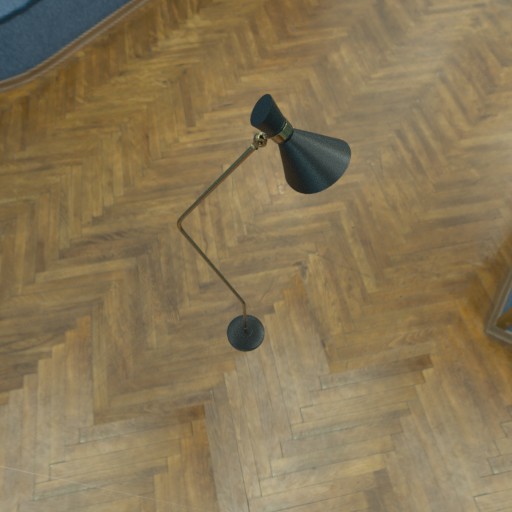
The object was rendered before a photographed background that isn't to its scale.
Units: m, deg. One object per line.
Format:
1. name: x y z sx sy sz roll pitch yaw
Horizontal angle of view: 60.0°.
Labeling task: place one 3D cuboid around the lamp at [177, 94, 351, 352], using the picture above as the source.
1. lamp: 0.000 0.000 1.599 0.467 1.438 0.277 32 64 17
